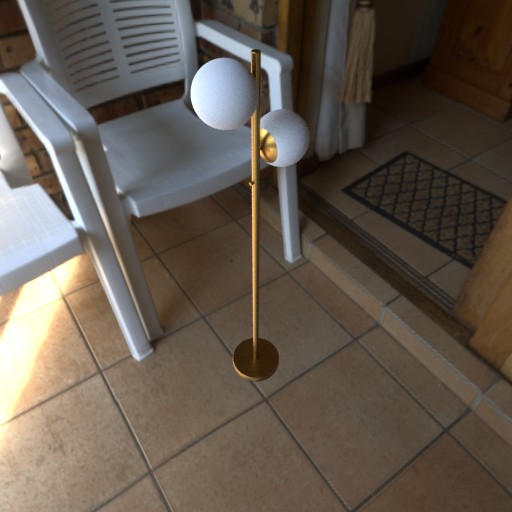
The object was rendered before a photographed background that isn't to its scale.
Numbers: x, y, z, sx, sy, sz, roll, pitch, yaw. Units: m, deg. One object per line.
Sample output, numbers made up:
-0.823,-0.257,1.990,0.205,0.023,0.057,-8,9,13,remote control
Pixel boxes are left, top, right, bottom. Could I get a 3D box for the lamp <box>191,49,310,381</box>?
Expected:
0.000,0.000,1.814,0.419,1.641,0.249,-32,54,-27,lamp
